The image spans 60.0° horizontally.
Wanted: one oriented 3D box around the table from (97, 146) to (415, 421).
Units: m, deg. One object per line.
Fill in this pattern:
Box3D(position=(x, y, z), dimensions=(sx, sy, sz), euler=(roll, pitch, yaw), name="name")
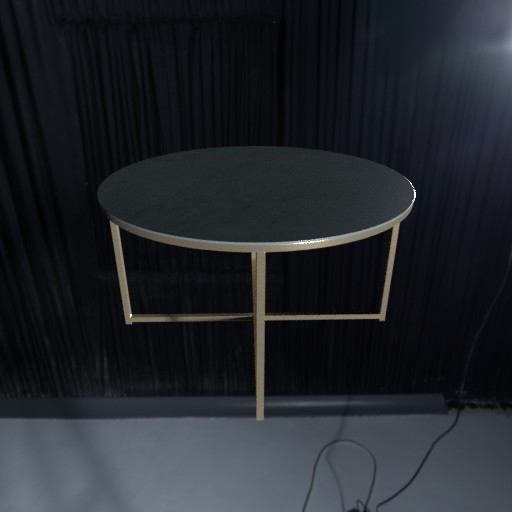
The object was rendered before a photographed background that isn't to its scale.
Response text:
Box3D(position=(0.000, 0.000, 1.270), dimensions=(0.800, 0.450, 0.800), euler=(0, 26, 0), name="table")
